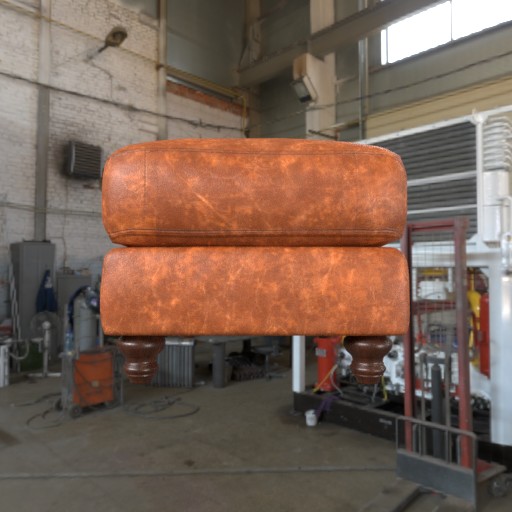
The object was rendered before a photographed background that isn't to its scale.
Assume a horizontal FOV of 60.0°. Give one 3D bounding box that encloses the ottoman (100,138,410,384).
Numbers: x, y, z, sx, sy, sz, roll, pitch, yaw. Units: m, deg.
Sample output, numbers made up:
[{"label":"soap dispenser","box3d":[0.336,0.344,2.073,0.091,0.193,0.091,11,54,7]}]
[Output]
[{"label":"ottoman","box3d":[0.000,0.000,1.276,0.657,0.562,0.832,0,-2,0]}]
